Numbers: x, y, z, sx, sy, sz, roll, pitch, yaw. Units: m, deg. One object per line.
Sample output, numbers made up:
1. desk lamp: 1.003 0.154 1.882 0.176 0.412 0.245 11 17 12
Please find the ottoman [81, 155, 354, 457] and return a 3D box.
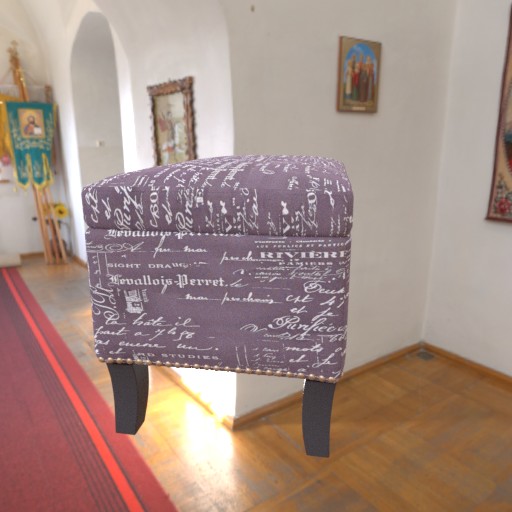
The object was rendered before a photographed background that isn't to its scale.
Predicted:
1. ottoman: 0.000 0.000 1.048 0.406 0.457 0.813 3 15 9
